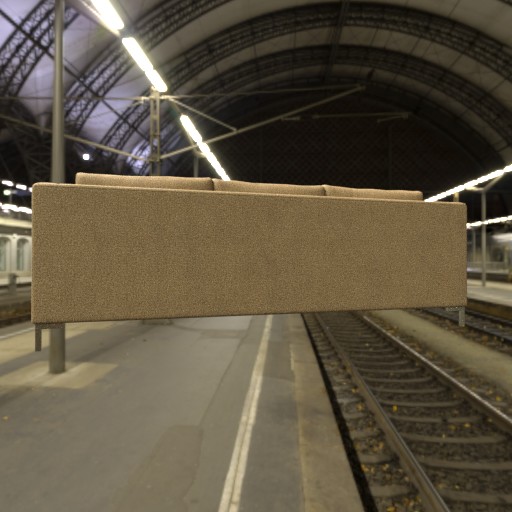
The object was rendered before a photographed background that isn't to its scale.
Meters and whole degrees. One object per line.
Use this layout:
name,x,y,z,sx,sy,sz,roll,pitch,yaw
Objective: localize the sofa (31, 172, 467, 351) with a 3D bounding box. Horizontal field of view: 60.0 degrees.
sofa,0.000,0.000,2.803,2.415,0.867,0.969,0,0,-18
